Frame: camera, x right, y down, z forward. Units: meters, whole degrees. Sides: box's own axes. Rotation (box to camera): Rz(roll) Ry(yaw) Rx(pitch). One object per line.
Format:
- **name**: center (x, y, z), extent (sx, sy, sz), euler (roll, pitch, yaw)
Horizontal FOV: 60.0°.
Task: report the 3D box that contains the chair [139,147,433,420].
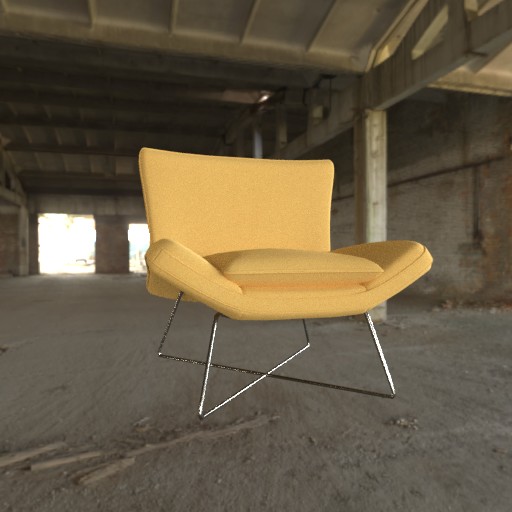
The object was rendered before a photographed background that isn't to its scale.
- **chair**: center (0.000, 0.000, 1.682), extent (0.859, 0.855, 1.008), euler (0, 1, -17)
